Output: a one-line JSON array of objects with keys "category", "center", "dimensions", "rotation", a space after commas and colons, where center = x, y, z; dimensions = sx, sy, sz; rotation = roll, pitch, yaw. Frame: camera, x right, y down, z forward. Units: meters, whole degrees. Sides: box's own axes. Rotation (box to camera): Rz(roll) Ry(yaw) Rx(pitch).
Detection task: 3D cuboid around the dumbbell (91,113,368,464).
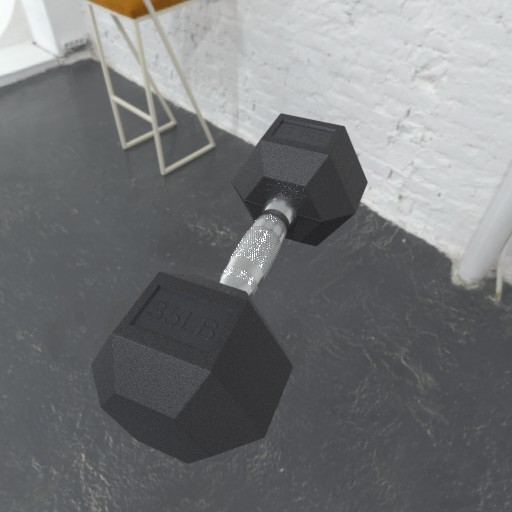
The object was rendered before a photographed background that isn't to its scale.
[{"category": "dumbbell", "center": [0.000, 0.000, 0.413], "dimensions": [0.141, 0.123, 0.356], "rotation": [17, 48, 16]}]
